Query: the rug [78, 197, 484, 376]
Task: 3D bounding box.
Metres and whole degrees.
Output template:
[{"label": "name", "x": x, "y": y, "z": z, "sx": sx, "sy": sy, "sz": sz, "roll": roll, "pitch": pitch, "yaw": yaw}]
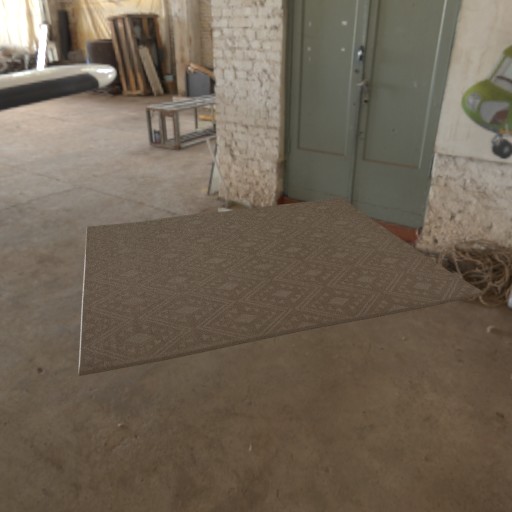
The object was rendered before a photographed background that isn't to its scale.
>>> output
[{"label": "rug", "x": 0.000, "y": 0.000, "z": 4.098, "sx": 3.011, "sy": 0.054, "sz": 2.399, "roll": -8, "pitch": 28, "yaw": -16}]
